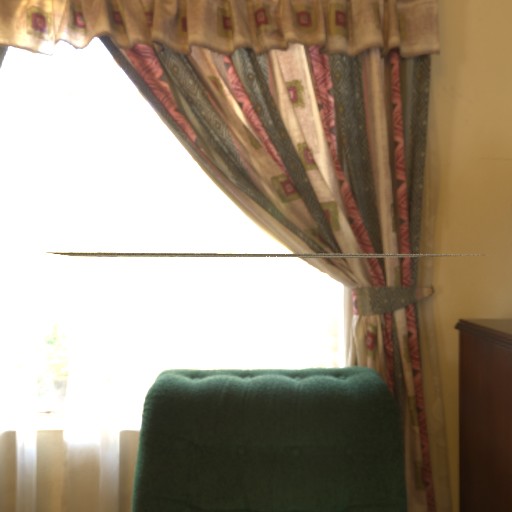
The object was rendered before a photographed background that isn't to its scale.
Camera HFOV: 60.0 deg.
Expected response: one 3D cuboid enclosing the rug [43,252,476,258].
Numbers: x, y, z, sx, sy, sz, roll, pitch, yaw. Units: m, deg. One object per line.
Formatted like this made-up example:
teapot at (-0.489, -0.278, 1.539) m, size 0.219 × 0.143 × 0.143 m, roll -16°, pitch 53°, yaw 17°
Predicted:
rug at (0.000, 0.000, 3.014) m, size 2.453 × 0.003 × 1.519 m, roll 0°, pitch -1°, yaw -17°
